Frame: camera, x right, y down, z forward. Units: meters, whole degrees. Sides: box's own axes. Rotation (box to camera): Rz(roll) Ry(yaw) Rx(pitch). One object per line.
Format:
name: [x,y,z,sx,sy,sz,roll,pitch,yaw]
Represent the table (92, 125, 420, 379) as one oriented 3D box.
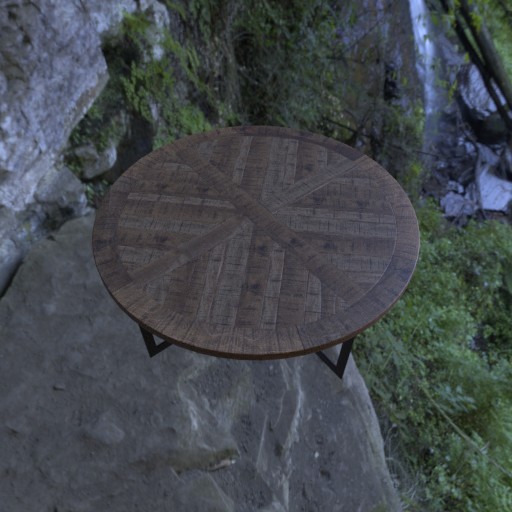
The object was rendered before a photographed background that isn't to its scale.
table: [0.000,0.000,1.949,1.264,0.516,1.264,0,48,0]
